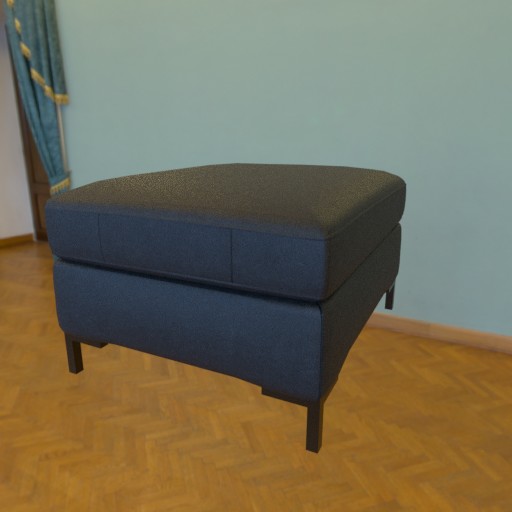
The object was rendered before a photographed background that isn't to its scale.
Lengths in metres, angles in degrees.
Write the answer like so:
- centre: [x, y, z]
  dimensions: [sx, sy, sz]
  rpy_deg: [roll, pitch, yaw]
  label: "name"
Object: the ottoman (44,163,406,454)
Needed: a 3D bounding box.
- centre: [0.000, 0.000, 1.784]
  dimensions: [0.967, 0.696, 1.187]
  rpy_deg: [8, 18, 25]
  label: "ottoman"
